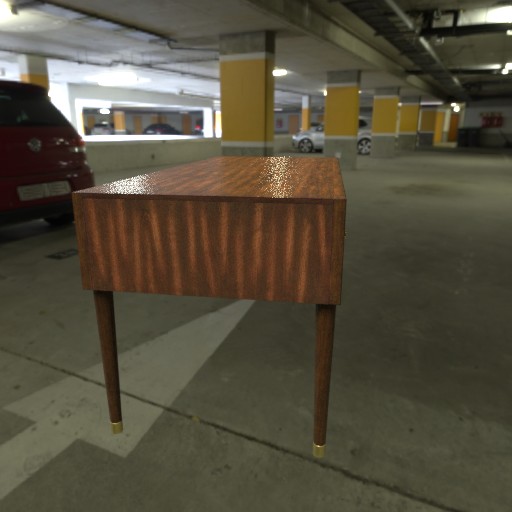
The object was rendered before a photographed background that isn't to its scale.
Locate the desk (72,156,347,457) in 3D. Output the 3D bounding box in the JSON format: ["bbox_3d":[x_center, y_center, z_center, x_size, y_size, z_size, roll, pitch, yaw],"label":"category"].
[{"bbox_3d":[0.000,0.000,1.961,0.724,0.762,1.575,3,16,9],"label":"desk"}]
